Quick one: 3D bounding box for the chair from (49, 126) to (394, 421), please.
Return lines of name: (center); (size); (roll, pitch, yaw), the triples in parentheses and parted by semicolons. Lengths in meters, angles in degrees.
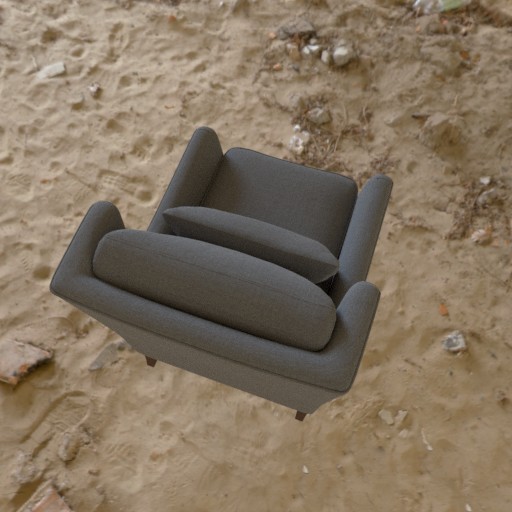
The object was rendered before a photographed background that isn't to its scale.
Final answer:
chair: (0.000, 0.000, 1.750); (0.866, 1.056, 1.040); (17, 65, 8)
